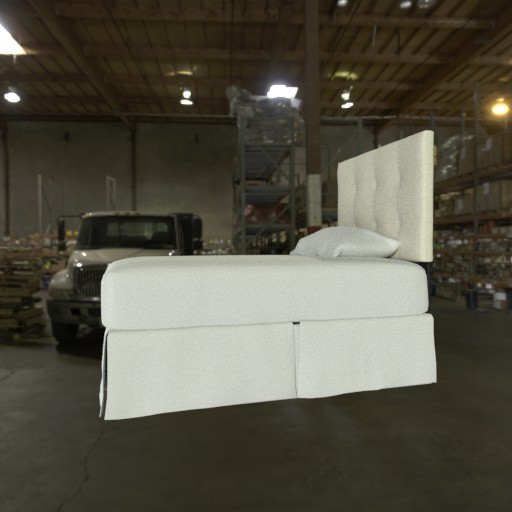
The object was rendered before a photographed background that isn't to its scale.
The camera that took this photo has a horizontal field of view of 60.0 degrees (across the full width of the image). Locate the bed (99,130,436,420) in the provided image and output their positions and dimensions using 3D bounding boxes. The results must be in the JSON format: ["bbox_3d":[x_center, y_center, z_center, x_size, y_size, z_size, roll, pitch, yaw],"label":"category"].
[{"bbox_3d":[0.000,0.000,3.004,1.997,1.571,1.261,0,1,-17],"label":"bed"}]
